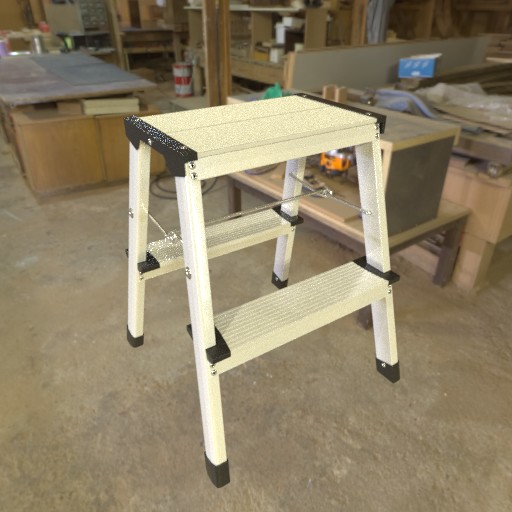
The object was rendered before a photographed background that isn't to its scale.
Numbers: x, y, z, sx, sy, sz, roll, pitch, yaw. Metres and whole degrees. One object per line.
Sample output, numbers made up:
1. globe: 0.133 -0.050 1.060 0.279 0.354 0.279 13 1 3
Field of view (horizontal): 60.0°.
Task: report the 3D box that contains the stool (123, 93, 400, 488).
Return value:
1. stool: 0.000 0.000 0.776 0.404 0.480 0.405 -19 36 -28
